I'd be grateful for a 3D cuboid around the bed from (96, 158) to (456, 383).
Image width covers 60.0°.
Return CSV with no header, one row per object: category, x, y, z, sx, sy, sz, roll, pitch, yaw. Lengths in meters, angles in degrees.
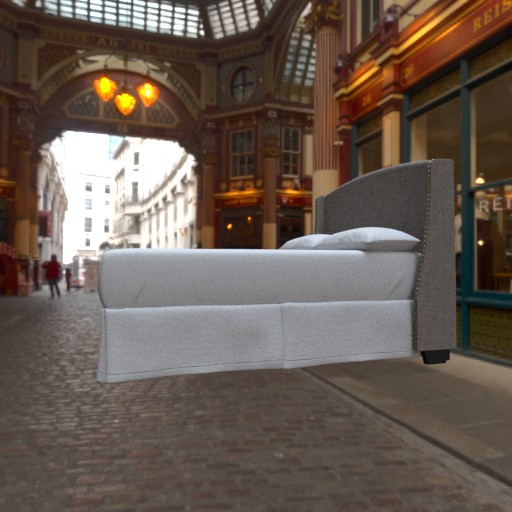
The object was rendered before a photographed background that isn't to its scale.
bed,0.000,0.000,3.365,2.237,1.407,1.710,0,-1,-18
